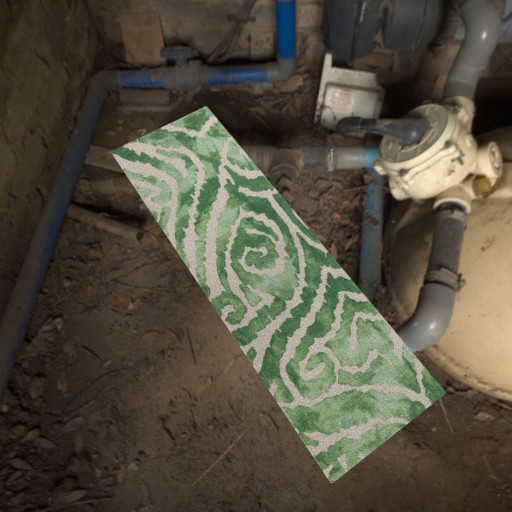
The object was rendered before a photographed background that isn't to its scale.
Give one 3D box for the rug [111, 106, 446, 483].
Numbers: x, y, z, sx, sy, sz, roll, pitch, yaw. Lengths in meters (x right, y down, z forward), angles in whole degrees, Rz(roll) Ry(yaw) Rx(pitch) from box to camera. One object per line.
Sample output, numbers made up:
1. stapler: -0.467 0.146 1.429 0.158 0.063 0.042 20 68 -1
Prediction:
1. rug: 0.000 0.000 2.679 0.761 0.006 2.438 -31 67 -15
